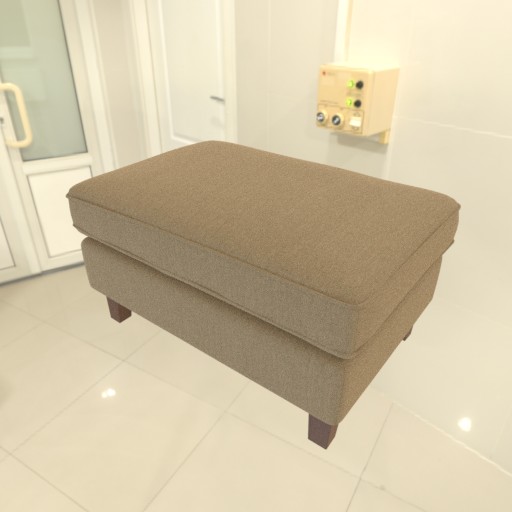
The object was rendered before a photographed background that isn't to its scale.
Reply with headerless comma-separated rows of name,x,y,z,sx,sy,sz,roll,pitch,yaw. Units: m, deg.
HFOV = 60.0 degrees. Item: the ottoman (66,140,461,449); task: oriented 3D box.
ottoman,0.000,0.000,1.318,0.945,0.521,0.636,21,36,32
